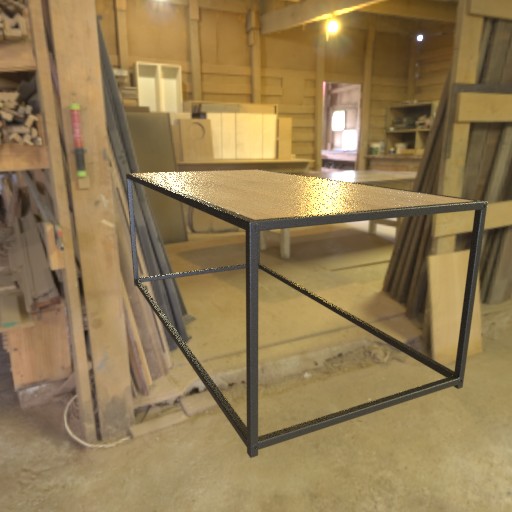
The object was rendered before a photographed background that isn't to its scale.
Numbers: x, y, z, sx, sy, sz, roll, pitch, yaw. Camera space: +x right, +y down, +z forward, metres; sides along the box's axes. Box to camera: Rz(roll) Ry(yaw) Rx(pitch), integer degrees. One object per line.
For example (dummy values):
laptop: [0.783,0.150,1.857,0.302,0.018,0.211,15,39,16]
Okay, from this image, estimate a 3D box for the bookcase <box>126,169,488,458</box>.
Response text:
bookcase: [0.000,0.000,1.225,0.500,0.400,1.000,-7,16,-25]
